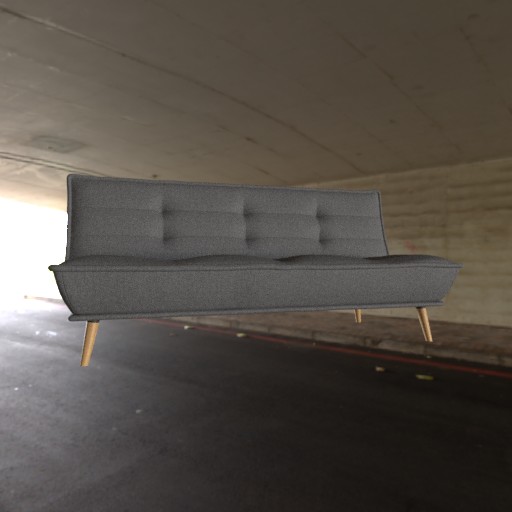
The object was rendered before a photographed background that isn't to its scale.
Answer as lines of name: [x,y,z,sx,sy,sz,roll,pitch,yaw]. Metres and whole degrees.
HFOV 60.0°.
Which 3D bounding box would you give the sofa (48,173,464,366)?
sofa: [0.000,0.000,2.389,1.940,0.890,0.950,0,0,-18]
